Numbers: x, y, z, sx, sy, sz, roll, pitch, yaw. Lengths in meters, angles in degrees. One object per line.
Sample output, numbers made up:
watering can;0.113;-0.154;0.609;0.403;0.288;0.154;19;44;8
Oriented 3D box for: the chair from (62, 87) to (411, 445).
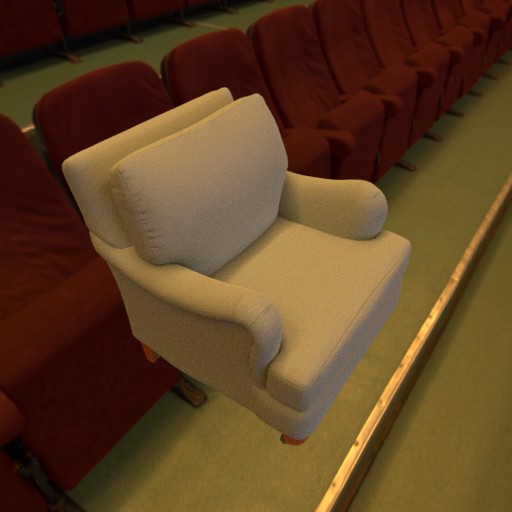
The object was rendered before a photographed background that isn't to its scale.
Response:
chair;0.000;0.000;1.863;1.070;1.038;0.955;25;46;26
